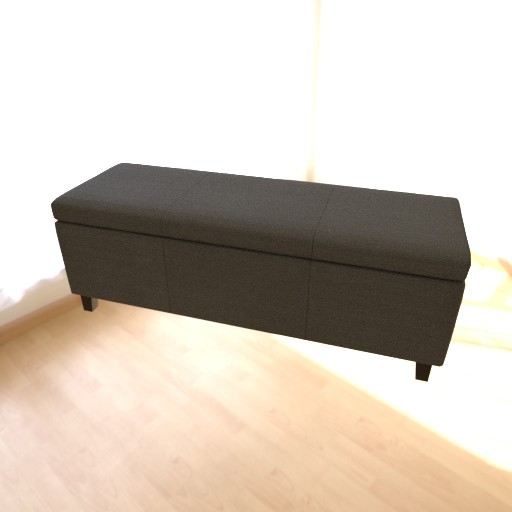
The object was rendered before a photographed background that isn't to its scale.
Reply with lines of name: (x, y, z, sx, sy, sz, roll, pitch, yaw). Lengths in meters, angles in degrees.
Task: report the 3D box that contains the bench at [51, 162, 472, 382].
bench: (0.000, 0.000, 1.520, 1.269, 0.438, 0.446, 9, 31, 15)
